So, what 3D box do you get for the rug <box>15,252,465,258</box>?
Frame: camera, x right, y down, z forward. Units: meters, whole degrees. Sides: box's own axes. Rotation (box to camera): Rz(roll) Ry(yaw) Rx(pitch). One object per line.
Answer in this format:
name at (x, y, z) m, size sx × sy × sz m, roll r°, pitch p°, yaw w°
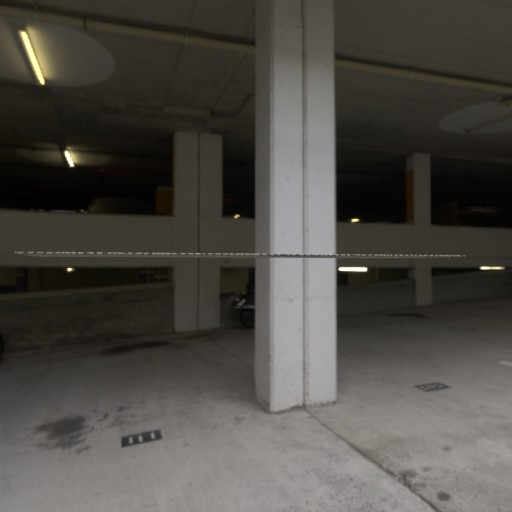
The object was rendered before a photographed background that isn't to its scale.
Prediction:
rug at (0.000, 0.000, 2.465) m, size 2.277 × 0.008 × 0.676 m, roll 0°, pitch -1°, yaw -18°
